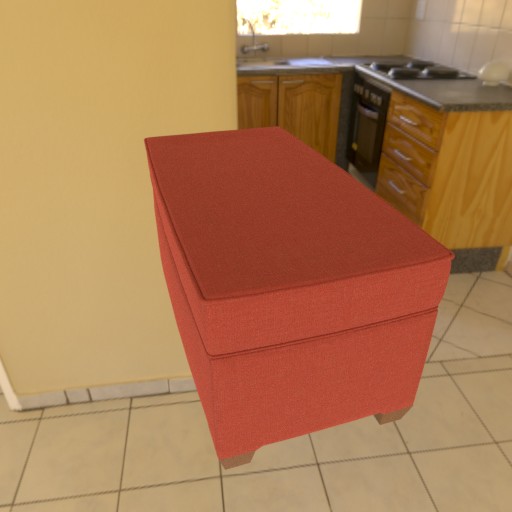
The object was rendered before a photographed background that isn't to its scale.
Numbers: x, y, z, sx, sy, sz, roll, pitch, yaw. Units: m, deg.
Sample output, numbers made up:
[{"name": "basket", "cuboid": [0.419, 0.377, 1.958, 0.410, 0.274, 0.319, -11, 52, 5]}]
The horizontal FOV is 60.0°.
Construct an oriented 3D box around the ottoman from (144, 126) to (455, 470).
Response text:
[{"name": "ottoman", "cuboid": [0.000, 0.000, 1.227, 0.497, 0.454, 0.948, -9, 32, -15]}]
